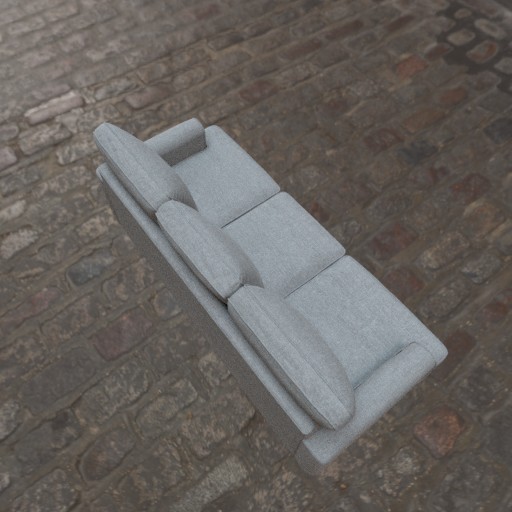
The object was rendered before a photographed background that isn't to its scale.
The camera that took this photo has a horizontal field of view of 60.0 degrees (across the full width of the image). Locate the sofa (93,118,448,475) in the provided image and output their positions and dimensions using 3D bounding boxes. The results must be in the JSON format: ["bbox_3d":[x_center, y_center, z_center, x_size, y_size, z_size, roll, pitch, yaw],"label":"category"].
[{"bbox_3d":[0.000,0.000,2.575,0.951,0.965,2.158,-33,64,-18],"label":"sofa"}]
